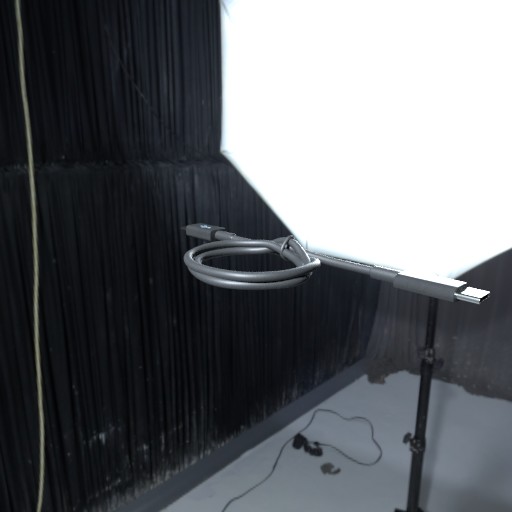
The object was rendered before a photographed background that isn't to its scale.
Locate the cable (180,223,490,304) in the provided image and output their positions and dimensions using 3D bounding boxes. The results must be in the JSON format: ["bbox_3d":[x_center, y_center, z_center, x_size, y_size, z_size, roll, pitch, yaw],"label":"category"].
[{"bbox_3d":[0.000,0.000,0.215,0.070,0.014,0.192,-14,20,-42],"label":"cable"}]
